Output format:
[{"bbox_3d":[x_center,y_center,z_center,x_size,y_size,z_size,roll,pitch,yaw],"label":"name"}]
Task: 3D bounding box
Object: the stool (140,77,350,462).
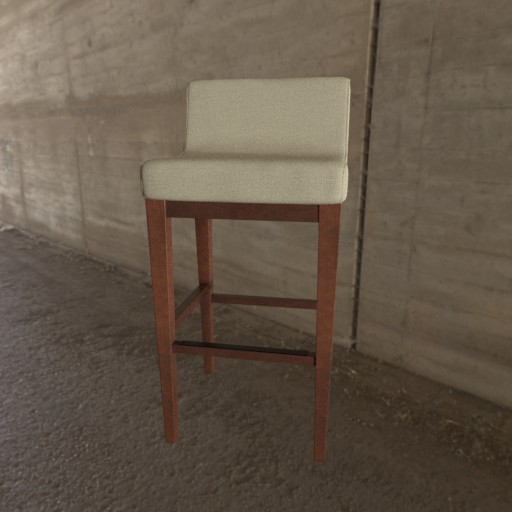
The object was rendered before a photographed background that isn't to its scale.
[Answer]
[{"bbox_3d":[0.000,0.000,1.329,0.511,1.037,0.500,3,15,10],"label":"stool"}]
